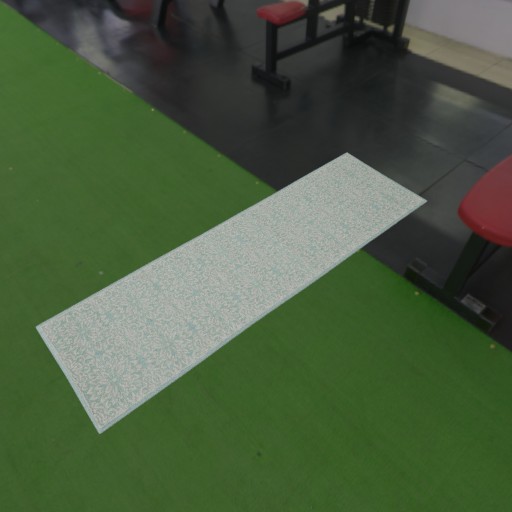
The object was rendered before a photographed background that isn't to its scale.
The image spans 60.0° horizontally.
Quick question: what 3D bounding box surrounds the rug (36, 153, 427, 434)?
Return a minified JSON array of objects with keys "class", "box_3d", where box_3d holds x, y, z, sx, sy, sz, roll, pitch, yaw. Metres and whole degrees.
[{"class":"rug","box_3d":[0.000,0.000,2.418,2.196,0.011,0.662,-32,56,-25]}]
